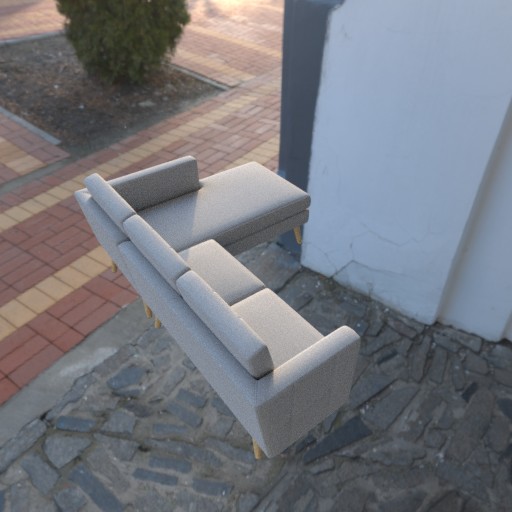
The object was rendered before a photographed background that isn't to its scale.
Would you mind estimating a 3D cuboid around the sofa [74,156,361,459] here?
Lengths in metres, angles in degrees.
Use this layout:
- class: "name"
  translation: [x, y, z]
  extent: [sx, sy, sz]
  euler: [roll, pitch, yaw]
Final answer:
- class: "sofa"
  translation: [0.000, 0.000, 2.847]
  extent: [1.530, 0.860, 2.040]
  euler: [-26, 46, -28]
